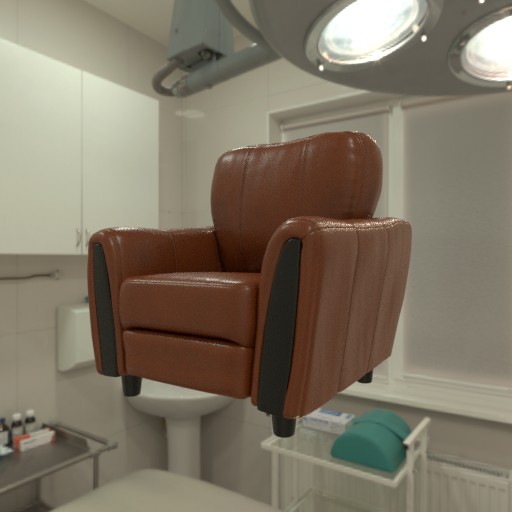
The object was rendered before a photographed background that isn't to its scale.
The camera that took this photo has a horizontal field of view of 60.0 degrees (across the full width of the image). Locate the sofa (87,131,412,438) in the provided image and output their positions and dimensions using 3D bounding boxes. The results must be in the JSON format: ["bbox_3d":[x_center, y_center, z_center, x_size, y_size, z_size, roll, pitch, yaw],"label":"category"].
[{"bbox_3d":[0.000,0.000,1.483,0.836,0.876,0.789,0,0,34],"label":"sofa"}]
